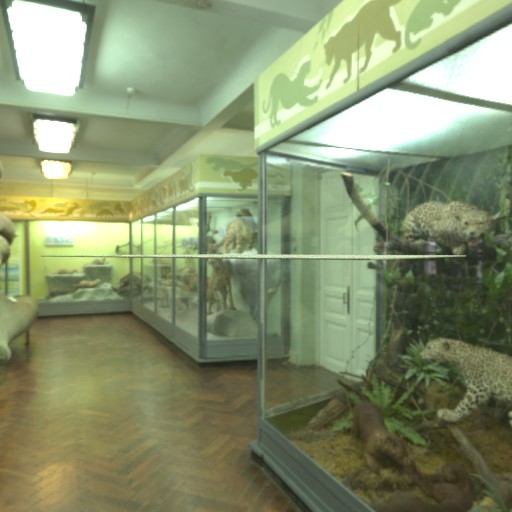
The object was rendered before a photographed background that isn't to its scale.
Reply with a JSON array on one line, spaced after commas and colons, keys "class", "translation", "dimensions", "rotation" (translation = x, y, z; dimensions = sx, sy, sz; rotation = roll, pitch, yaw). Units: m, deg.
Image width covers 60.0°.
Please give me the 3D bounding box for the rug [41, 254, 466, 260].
[{"class": "rug", "translation": [0.000, 0.000, 3.999], "dimensions": [3.061, 0.010, 2.330], "rotation": [0, 1, 36]}]
